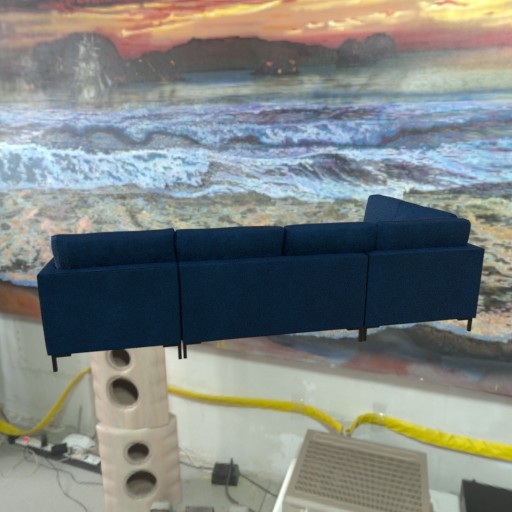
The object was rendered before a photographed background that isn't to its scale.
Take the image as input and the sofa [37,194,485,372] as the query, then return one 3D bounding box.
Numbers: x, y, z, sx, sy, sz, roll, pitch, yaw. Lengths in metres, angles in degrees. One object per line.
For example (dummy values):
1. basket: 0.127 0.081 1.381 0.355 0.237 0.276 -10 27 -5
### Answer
1. sofa: 0.000 0.000 4.283 3.434 0.992 2.055 -3 15 -12
